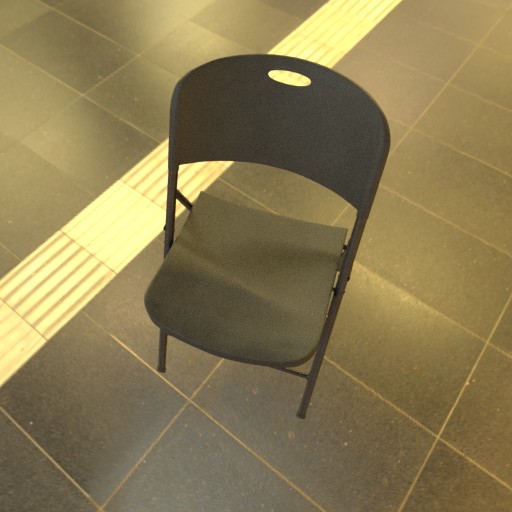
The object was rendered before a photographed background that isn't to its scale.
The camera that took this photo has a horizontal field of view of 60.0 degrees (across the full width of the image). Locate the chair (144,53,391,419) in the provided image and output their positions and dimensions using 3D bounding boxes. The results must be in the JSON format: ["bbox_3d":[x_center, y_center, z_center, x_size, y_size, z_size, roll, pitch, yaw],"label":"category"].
[{"bbox_3d":[0.000,0.000,1.169,0.494,0.810,0.566,15,61,9],"label":"chair"}]
